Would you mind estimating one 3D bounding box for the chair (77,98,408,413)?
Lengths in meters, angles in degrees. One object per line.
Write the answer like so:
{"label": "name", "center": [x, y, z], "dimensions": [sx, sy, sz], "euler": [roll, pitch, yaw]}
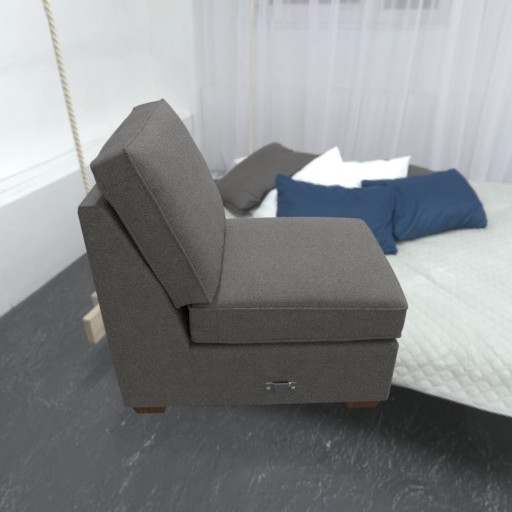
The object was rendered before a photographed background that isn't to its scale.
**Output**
{"label": "chair", "center": [0.000, 0.000, 1.564], "dimensions": [0.938, 0.970, 0.621], "euler": [-1, 31, -1]}
